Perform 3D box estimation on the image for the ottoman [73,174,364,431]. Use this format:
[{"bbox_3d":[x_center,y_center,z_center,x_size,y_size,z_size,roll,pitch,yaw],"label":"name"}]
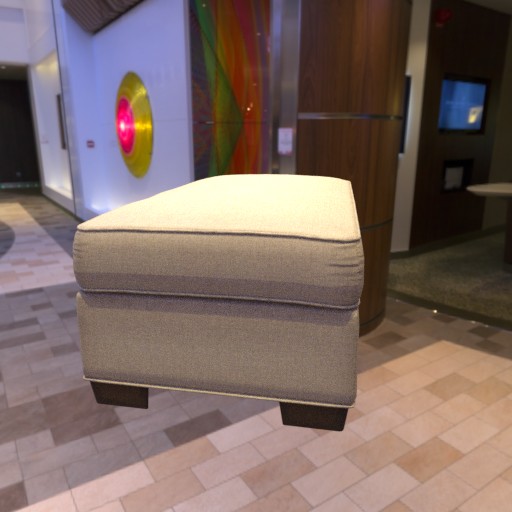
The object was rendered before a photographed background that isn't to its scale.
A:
[{"bbox_3d":[0.000,0.000,1.428,0.617,0.461,1.097,3,16,10],"label":"ottoman"}]
